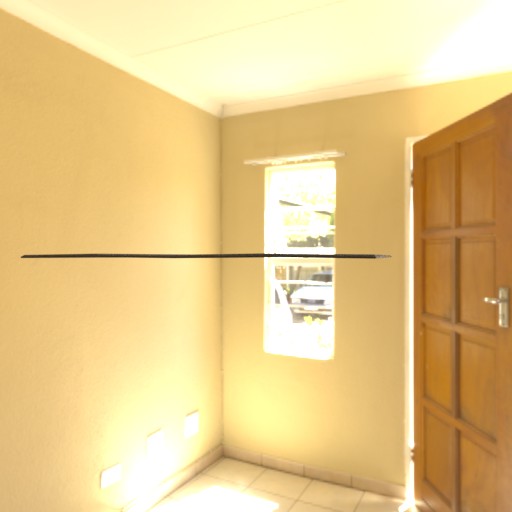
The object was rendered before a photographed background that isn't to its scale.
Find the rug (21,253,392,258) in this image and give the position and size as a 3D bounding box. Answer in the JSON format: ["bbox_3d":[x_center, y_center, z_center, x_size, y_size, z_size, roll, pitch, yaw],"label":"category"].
[{"bbox_3d":[0.000,0.000,4.763,2.716,0.035,3.612,0,0,18],"label":"rug"}]
